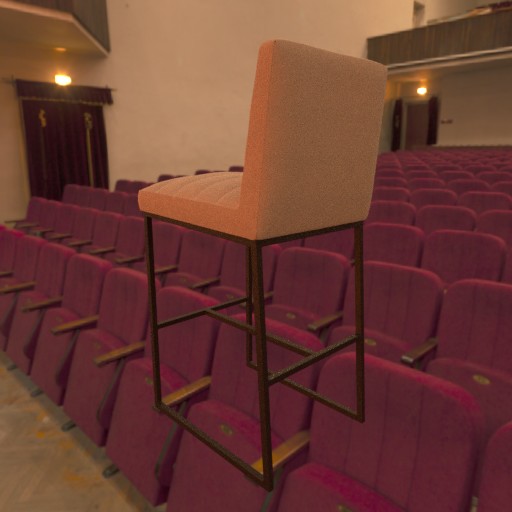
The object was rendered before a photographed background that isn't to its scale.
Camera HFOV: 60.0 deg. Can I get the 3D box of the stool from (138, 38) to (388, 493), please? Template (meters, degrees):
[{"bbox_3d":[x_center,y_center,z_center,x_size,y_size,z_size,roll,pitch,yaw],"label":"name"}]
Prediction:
[{"bbox_3d":[0.000,0.000,1.332,0.464,1.061,0.573,-13,18,-43],"label":"stool"}]
